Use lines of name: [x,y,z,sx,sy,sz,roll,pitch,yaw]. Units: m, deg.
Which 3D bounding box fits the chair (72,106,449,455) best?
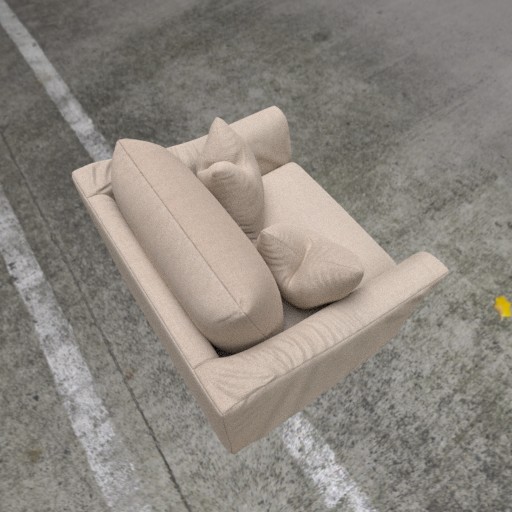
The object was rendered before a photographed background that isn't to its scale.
chair: [0.000,0.000,1.997,1.071,1.093,1.194,-30,63,-17]
